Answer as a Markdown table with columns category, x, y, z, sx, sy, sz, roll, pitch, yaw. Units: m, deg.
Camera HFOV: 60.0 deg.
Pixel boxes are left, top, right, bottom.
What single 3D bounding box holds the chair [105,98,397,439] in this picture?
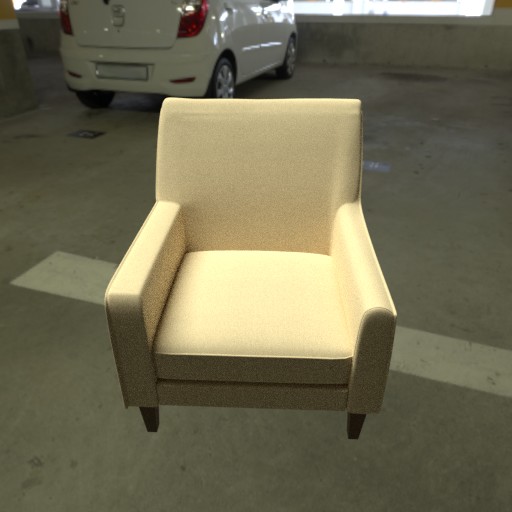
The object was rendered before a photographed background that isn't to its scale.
| category | x | y | z | sx | sy | sz | roll | pitch | yaw |
| --- | --- | --- | --- | --- | --- | --- | --- | --- | --- |
| chair | 0.000 | 0.000 | 1.571 | 0.780 | 0.919 | 0.899 | 1 | 30 | 2 |
